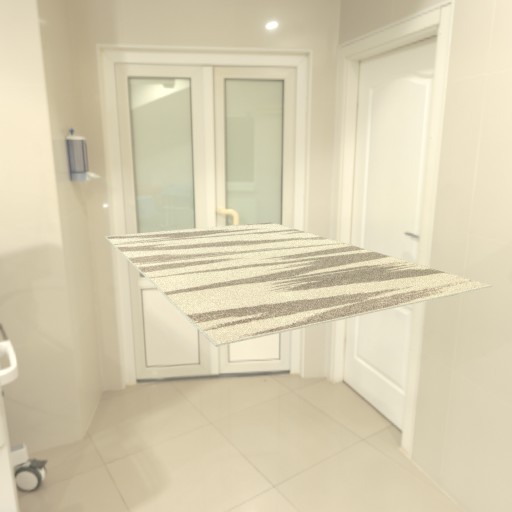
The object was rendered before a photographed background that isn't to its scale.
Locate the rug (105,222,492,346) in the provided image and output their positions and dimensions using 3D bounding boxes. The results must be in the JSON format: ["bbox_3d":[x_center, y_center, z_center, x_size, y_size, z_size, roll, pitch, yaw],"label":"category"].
[{"bbox_3d":[0.000,0.000,2.316,1.225,0.008,1.827,-7,15,-27],"label":"rug"}]
